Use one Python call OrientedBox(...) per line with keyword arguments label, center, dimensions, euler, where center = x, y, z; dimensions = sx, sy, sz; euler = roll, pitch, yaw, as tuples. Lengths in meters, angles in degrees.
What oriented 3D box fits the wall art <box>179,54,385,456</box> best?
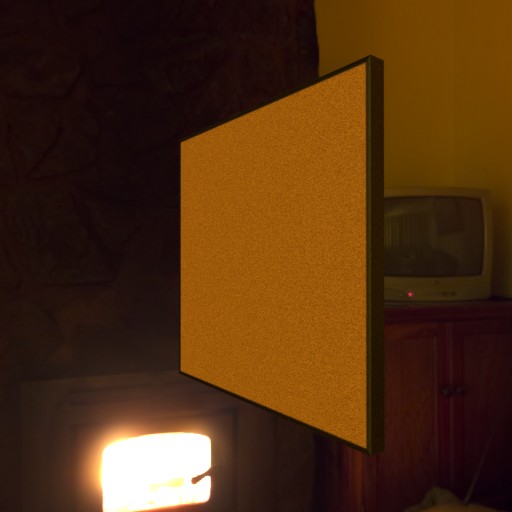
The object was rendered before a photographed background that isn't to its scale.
OrientedBox(label="wall art", center=(0.000, 0.000, 0.774), dimensions=(0.028, 0.511, 0.513), euler=(0, 0, -38))
